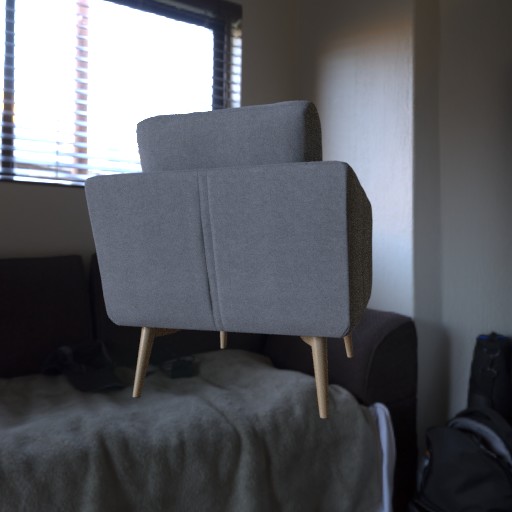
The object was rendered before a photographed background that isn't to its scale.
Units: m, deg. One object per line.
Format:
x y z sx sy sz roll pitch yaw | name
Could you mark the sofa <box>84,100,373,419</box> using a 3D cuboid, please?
0.000 0.000 1.570 0.770 0.860 0.920 0 0 17 | sofa
